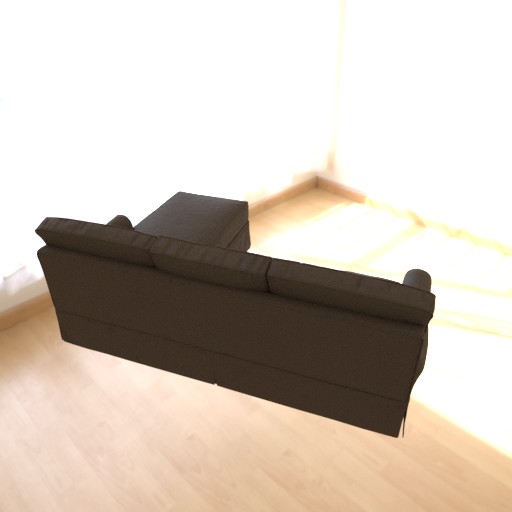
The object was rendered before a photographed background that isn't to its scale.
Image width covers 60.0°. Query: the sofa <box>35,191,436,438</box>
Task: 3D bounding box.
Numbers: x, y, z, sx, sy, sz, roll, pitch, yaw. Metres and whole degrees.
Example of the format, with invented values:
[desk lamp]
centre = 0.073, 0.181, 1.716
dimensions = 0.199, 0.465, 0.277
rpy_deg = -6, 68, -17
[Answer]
[sofa]
centre = 0.000, 0.000, 3.318
dimensions = 2.475, 0.978, 1.733
rpy_deg = 11, 34, 17
